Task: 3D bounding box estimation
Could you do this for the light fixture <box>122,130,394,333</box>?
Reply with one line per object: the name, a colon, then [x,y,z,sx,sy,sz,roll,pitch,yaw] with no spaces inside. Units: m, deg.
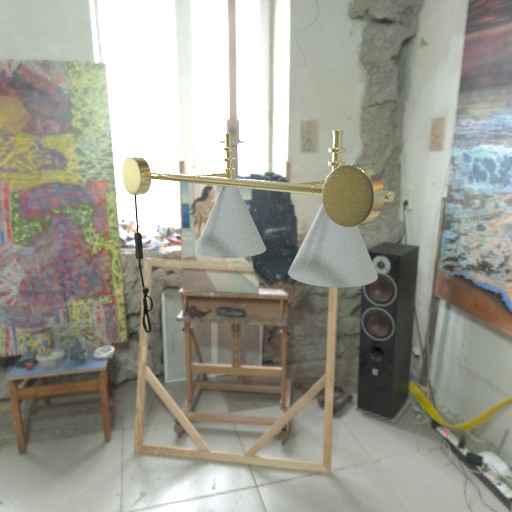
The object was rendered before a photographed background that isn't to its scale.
light fixture: [0.000,0.000,0.867,0.239,0.468,0.642,-14,19,-43]
